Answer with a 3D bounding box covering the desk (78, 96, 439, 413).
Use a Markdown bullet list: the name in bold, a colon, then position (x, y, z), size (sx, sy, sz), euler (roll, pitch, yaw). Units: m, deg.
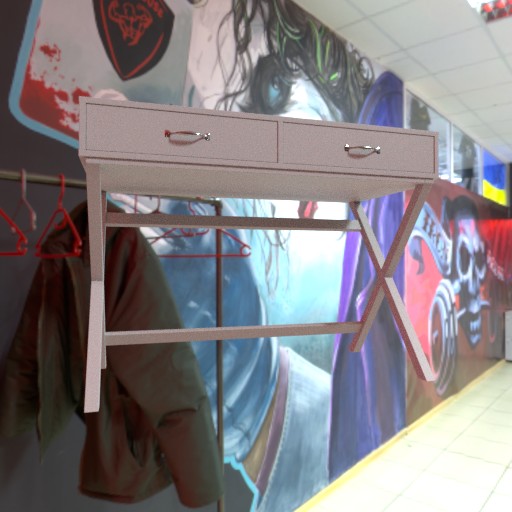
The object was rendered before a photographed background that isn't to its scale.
- **desk**: position (0.000, 0.000, 1.472), size (1.057, 0.780, 0.525), euler (0, -1, -17)
